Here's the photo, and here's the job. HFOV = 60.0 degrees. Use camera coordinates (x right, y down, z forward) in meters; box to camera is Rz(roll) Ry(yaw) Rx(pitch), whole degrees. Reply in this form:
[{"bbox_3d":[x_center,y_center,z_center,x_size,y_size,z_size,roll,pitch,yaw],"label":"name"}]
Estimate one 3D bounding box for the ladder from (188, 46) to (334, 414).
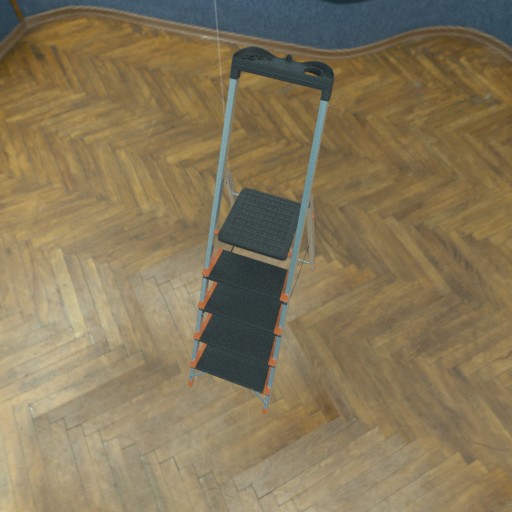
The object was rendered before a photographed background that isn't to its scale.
[{"bbox_3d":[0.000,0.000,2.021,0.480,1.646,0.995,17,62,10],"label":"ladder"}]
